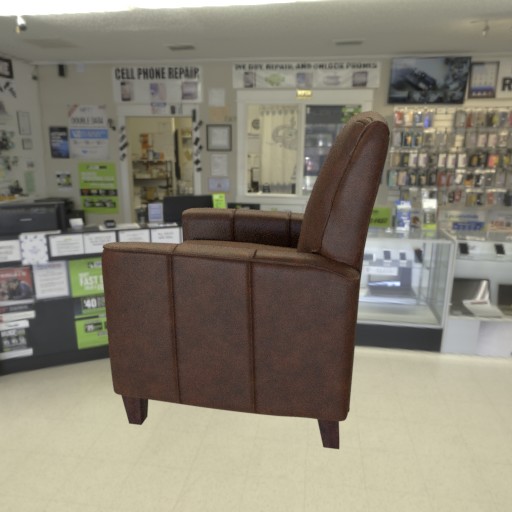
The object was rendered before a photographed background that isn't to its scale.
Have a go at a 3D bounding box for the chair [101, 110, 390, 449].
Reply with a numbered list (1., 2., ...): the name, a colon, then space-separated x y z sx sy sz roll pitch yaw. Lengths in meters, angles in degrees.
1. chair: 0.000 0.000 1.649 0.850 1.010 0.839 3 15 11
